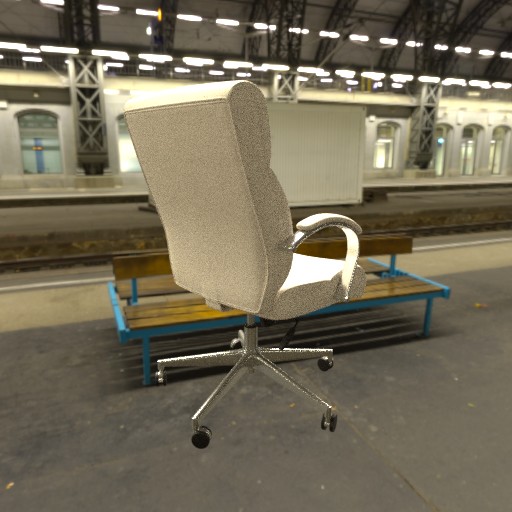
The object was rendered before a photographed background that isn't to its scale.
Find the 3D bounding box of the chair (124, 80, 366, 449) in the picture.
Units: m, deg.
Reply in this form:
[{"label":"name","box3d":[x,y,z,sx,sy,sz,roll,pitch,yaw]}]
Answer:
[{"label":"chair","box3d":[0.000,0.000,1.596,0.745,1.099,0.727,-12,18,-43]}]
